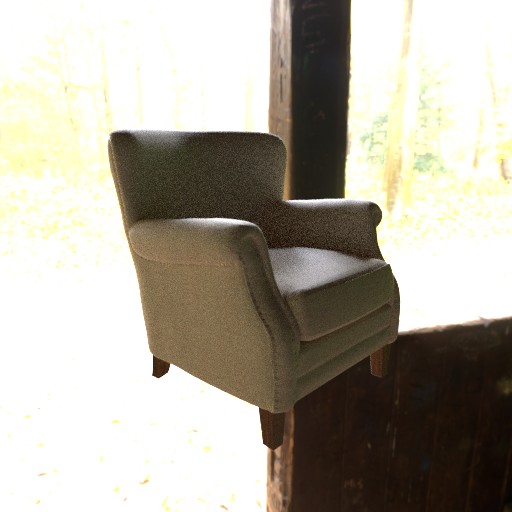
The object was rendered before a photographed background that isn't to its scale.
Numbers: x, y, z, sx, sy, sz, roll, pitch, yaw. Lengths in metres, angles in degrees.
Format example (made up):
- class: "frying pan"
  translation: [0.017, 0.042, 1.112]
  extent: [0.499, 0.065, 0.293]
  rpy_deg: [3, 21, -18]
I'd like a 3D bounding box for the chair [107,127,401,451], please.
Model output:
- class: "chair"
  translation: [0.000, 0.000, 1.674]
  extent: [0.921, 0.936, 0.861]
  rpy_deg: [13, 19, 43]
